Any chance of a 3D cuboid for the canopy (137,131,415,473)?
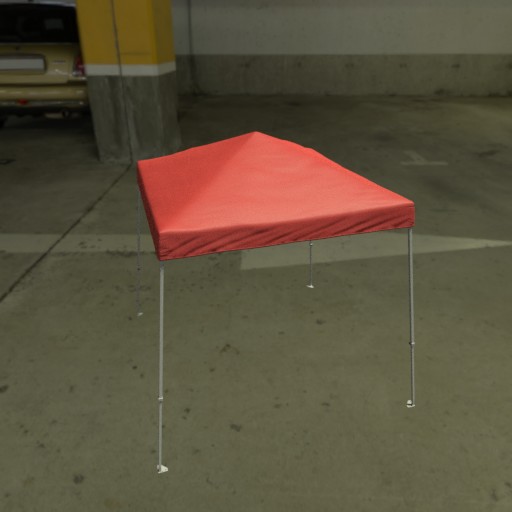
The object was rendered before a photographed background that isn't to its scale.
[{"bbox_3d":[0.000,0.000,5.186,2.849,2.849,2.848,-8,27,-16],"label":"canopy"}]
